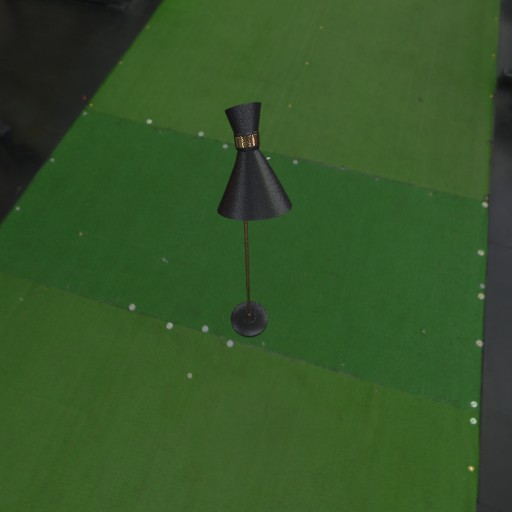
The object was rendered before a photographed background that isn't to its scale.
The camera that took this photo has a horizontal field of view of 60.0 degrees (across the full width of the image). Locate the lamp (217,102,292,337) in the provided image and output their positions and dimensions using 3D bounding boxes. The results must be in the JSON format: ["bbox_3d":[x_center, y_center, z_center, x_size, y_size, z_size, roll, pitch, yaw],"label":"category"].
[{"bbox_3d":[0.000,0.000,1.577,0.277,1.438,0.467,17,62,10],"label":"lamp"}]
